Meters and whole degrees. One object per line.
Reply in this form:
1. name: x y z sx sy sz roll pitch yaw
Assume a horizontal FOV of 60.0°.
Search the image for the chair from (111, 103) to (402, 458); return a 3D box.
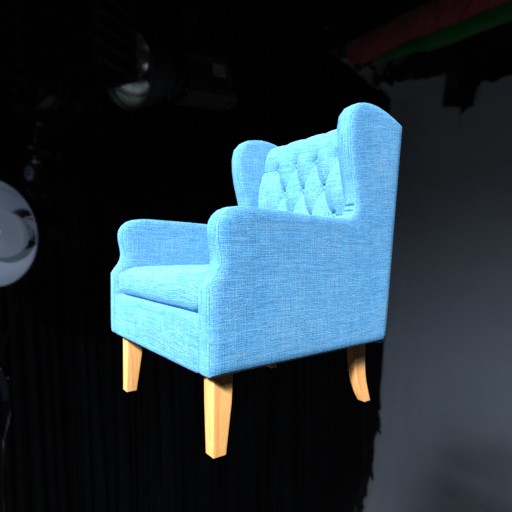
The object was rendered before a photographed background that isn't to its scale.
1. chair: 0.000 0.000 1.515 0.775 0.952 0.711 -1 1 -36
